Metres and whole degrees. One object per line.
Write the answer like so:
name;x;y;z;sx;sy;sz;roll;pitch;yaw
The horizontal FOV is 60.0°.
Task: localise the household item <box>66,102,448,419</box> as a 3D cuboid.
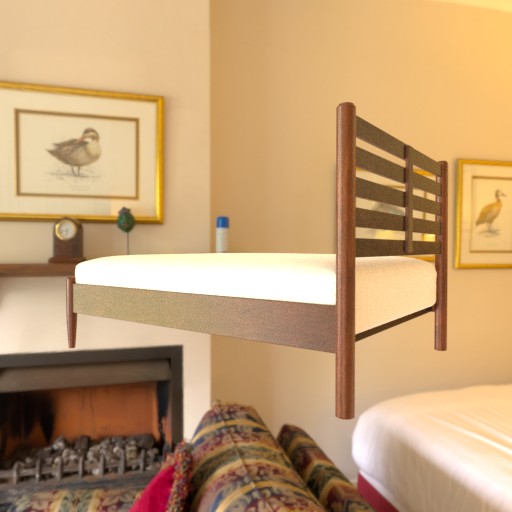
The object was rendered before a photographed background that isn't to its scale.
household item;0.000;0.000;3.198;2.232;1.356;1.663;1;1;37
